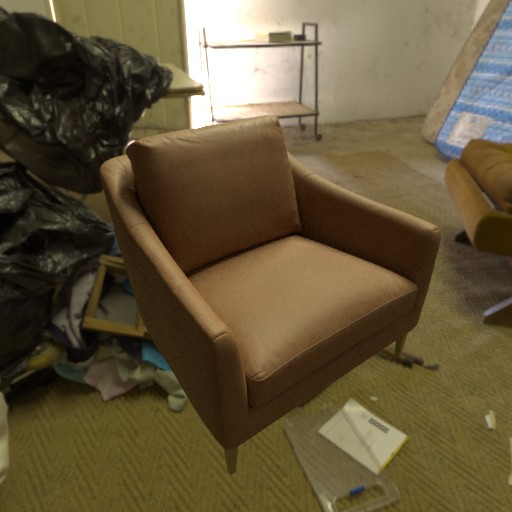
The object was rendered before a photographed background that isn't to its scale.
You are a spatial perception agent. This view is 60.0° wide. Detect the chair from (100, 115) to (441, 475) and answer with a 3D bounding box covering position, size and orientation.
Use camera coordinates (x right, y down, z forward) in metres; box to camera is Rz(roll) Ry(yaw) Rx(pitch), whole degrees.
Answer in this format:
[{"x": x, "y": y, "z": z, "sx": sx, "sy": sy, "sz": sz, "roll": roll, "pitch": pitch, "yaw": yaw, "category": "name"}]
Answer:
[{"x": 0.000, "y": 0.000, "z": 1.700, "sx": 0.988, "sy": 0.895, "sz": 0.963, "roll": -21, "pitch": 36, "yaw": -33, "category": "chair"}]
